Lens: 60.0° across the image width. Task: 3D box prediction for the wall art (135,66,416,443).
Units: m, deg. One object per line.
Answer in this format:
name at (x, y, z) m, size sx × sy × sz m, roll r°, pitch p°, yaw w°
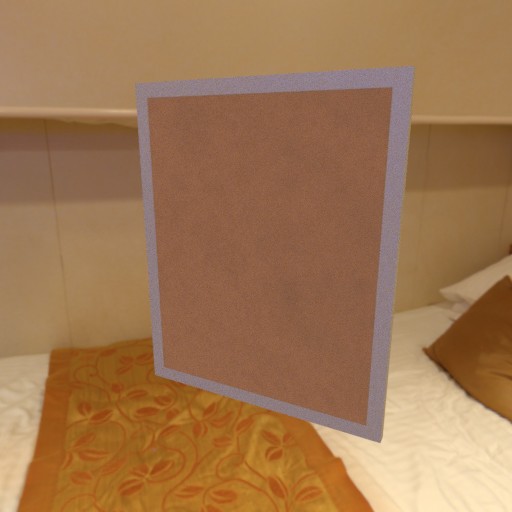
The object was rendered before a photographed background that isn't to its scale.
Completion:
wall art at (0.000, 0.000, 1.075) m, size 0.661 × 0.811 × 0.026 m, roll 8°, pitch 17°, yaw 26°
